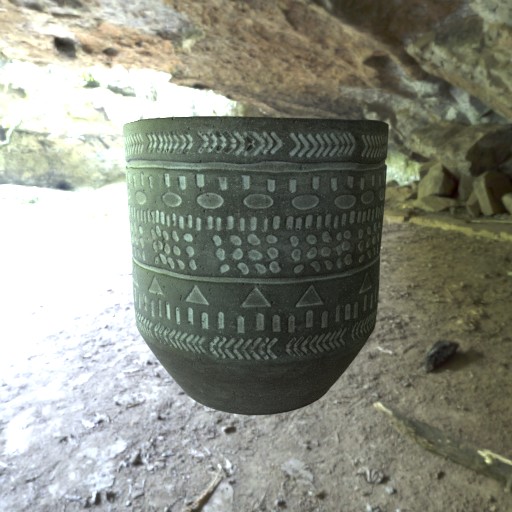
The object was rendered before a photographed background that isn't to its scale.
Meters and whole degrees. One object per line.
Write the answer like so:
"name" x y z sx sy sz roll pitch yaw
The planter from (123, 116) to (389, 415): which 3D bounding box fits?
"planter" 0.000 0.000 0.261 0.142 0.149 0.142 0 14 0
